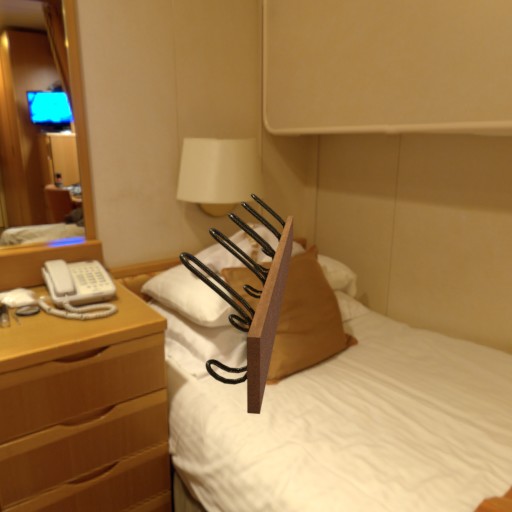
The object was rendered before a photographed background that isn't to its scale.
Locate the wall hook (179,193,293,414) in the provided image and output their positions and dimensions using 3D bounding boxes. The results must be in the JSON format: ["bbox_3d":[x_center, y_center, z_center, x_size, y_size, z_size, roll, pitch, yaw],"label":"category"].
[{"bbox_3d":[0.000,0.000,0.600,0.076,0.116,0.554,2,15,7],"label":"wall hook"}]
